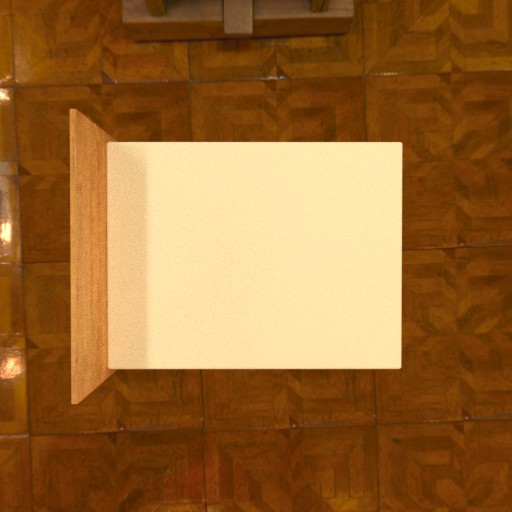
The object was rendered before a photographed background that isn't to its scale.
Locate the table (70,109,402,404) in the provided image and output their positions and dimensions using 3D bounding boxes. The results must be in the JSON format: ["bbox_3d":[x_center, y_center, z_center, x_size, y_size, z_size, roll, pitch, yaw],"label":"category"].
[{"bbox_3d":[0.000,0.000,3.082,2.149,1.041,1.707,0,91,0],"label":"table"}]
